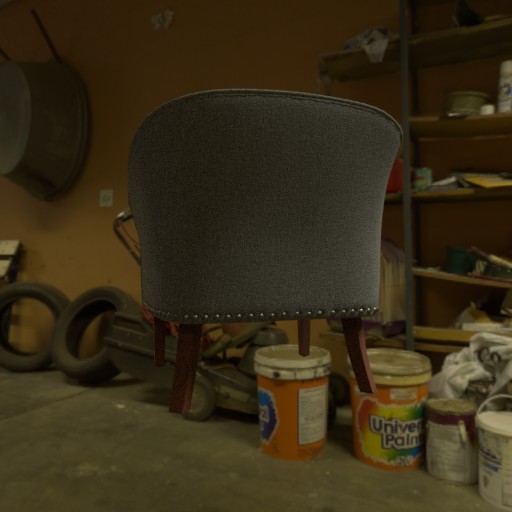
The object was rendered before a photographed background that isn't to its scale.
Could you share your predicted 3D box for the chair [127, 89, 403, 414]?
[{"bbox_3d":[0.000,0.000,1.429,0.798,0.815,0.704,0,0,-17],"label":"chair"}]
